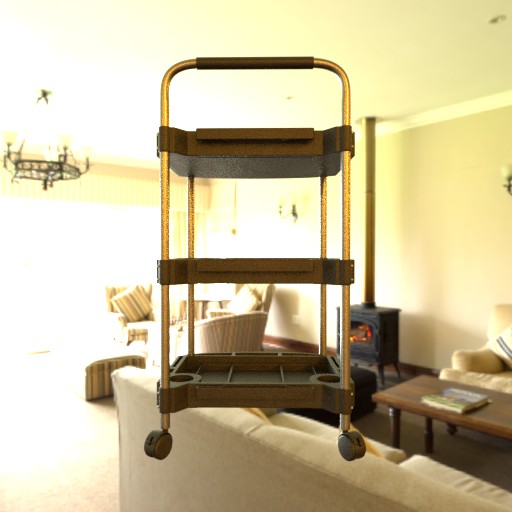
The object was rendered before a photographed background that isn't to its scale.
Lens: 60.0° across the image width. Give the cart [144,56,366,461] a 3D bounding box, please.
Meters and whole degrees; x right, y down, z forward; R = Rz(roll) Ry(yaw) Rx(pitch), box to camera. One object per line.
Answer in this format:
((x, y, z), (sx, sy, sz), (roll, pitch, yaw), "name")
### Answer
((0.000, 0.000, 1.397), (0.584, 1.075, 0.518), (0, 0, 1), "cart")
